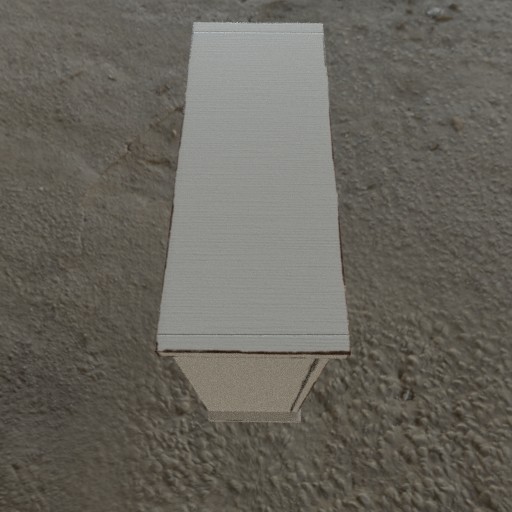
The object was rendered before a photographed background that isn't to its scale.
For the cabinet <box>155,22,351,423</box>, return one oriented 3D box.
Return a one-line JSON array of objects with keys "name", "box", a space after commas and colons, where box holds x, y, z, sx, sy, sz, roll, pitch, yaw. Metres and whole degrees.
[{"name": "cabinet", "box": [0.000, 0.000, 0.863, 0.210, 0.603, 0.541, 1, 63, 0]}]
